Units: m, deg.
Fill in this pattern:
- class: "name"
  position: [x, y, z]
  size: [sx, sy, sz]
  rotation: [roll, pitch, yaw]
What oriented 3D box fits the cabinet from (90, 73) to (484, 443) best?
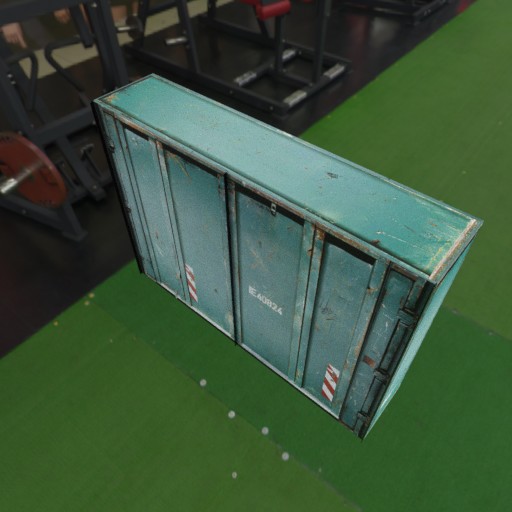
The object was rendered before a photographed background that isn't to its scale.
- class: "cabinet"
  position: [0.000, 0.000, 3.926]
  size: [3.001, 2.160, 0.680]
  rotation: [32, 55, 26]
